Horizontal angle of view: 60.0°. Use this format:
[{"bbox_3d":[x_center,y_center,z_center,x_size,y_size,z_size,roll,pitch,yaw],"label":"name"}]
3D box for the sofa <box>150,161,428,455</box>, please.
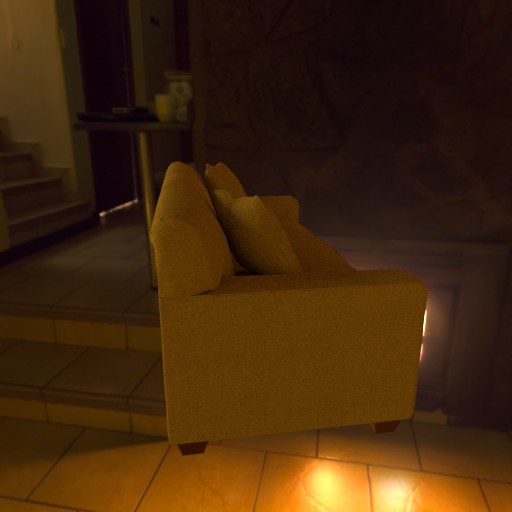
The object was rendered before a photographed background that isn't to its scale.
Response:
[{"bbox_3d":[0.000,0.000,2.500,0.997,0.958,2.024,-3,17,-9],"label":"sofa"}]
